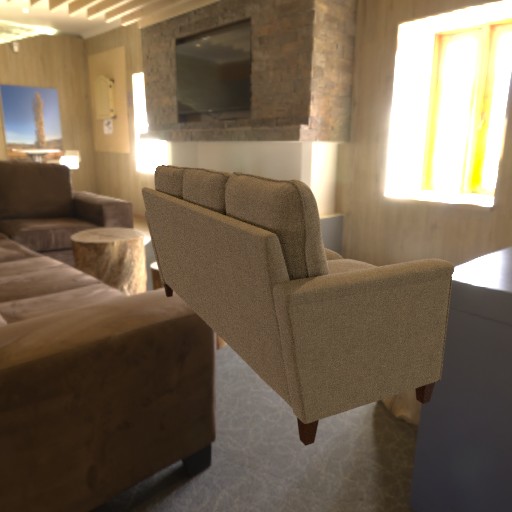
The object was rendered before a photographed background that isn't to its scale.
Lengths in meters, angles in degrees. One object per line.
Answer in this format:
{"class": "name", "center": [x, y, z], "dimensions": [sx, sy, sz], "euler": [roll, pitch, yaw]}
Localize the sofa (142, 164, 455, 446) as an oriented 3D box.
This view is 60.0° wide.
{"class": "sofa", "center": [0.000, 0.000, 2.425], "dimensions": [0.828, 0.959, 1.925], "euler": [-7, 16, -26]}
